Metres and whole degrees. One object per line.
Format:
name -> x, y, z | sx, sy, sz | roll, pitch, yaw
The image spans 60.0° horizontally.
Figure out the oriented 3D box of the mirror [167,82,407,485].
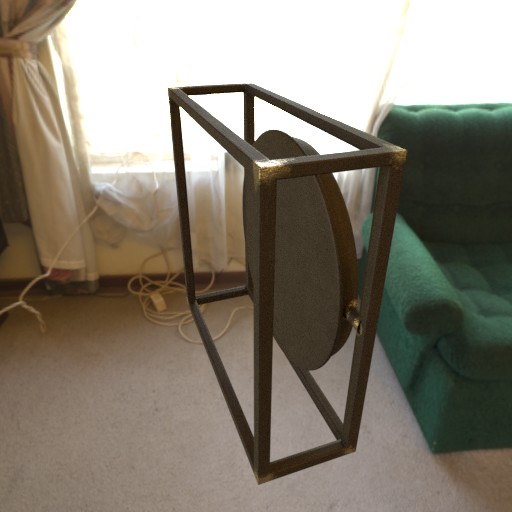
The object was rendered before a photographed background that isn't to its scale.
mirror -> 0.000, 0.000, 0.475 | 0.107, 0.303, 0.306 | -10, 31, -17
